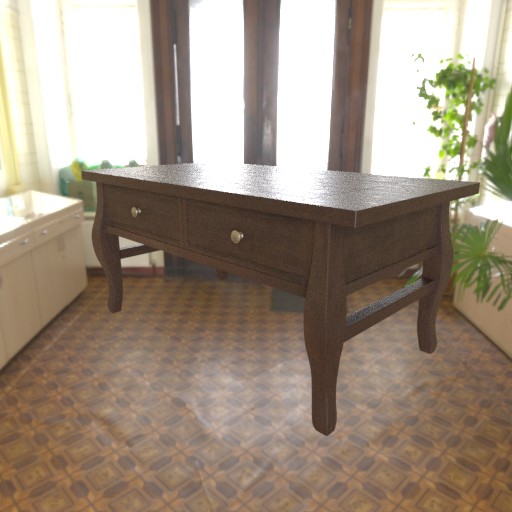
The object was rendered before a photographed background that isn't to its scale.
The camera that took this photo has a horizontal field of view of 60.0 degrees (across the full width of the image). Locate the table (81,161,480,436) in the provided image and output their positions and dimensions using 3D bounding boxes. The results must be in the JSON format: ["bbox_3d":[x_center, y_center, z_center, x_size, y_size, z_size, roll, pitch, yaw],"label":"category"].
[{"bbox_3d":[0.000,0.000,1.379,1.062,0.494,0.600,15,22,43],"label":"table"}]
